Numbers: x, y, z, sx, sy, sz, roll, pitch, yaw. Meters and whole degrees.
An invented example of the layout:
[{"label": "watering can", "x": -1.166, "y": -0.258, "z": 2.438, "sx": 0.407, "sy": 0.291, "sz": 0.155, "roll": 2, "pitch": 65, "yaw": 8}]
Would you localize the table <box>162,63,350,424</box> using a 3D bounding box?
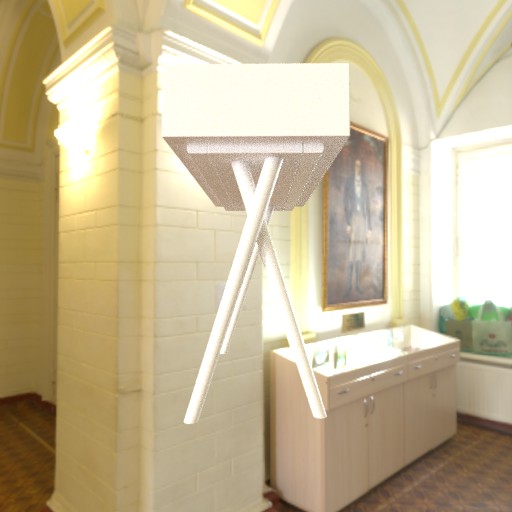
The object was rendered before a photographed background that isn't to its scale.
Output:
[{"label": "table", "x": 0.000, "y": 0.000, "z": 1.461, "sx": 0.418, "sy": 0.785, "sz": 1.066, "roll": 0, "pitch": -2, "yaw": 1}]
